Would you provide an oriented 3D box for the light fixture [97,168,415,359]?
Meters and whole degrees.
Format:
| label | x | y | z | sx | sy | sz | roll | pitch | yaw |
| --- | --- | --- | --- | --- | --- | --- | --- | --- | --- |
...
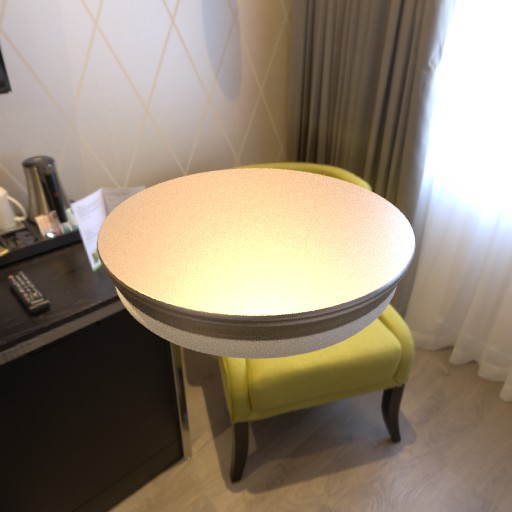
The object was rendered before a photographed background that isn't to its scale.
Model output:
| label | x | y | z | sx | sy | sz | roll | pitch | yaw |
| --- | --- | --- | --- | --- | --- | --- | --- | --- | --- |
| light fixture | 0.000 | 0.000 | 0.559 | 0.368 | 0.100 | 0.368 | 0 | 31 | 0 |
